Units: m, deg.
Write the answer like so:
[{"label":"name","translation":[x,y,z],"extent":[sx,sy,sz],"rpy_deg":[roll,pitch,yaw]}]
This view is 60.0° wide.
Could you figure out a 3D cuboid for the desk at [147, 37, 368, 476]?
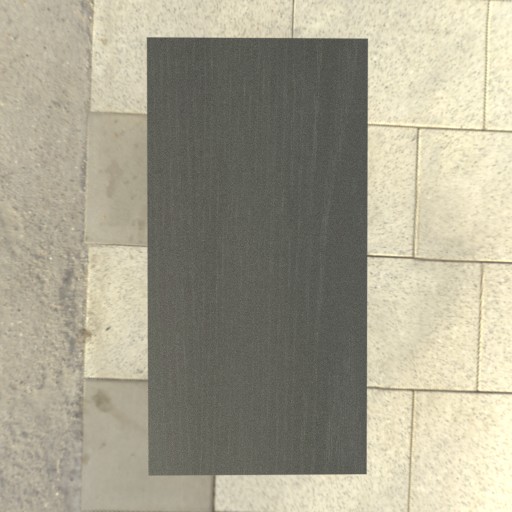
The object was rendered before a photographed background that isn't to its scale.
[{"label":"desk","translation":[0.000,0.000,1.334],"extent":[0.499,0.660,0.991],"rpy_deg":[0,91,-1]}]
